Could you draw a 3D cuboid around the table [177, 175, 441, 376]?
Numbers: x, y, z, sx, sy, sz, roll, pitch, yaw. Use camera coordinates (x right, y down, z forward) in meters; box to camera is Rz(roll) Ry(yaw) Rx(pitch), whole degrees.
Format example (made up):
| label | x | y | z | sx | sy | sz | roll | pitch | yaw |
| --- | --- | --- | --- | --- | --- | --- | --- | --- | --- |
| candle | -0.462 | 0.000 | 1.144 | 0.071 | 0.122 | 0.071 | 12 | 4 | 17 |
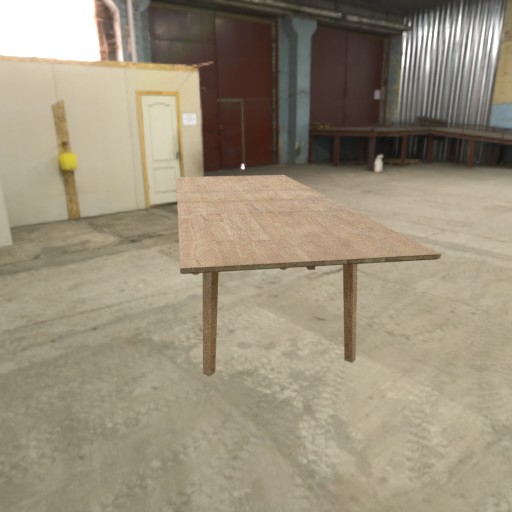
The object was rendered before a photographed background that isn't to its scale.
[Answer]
| label | x | y | z | sx | sy | sz | roll | pitch | yaw |
| --- | --- | --- | --- | --- | --- | --- | --- | --- | --- |
| table | 0.000 | 0.000 | 2.974 | 1.000 | 0.752 | 2.603 | -3 | 17 | -10 |
